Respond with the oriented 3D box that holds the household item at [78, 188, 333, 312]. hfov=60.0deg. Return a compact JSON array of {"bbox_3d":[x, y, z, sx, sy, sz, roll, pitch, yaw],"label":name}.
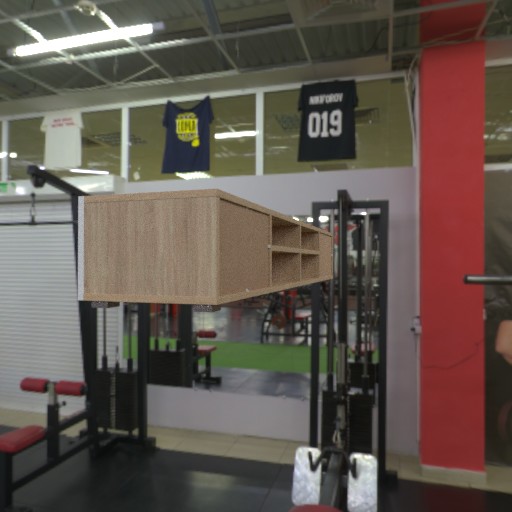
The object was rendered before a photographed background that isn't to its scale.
[{"bbox_3d":[0.000,0.000,2.041,0.420,0.310,1.850,0,-1,19],"label":"household item"}]
